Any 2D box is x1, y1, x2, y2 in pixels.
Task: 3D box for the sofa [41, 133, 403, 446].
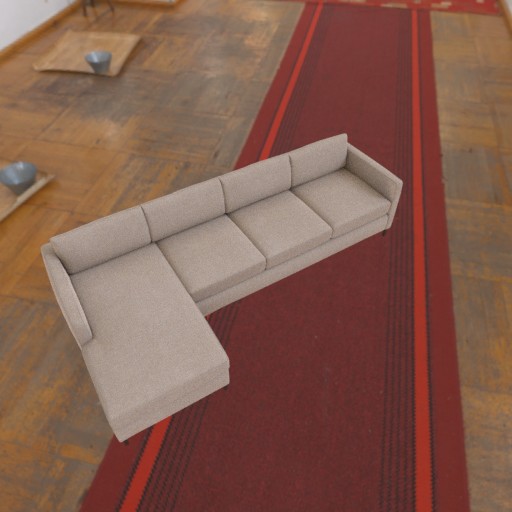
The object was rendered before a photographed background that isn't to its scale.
[{"bbox_3d":[0.000,0.000,3.531,2.923,0.816,1.469,-24,51,-22],"label":"sofa"}]
